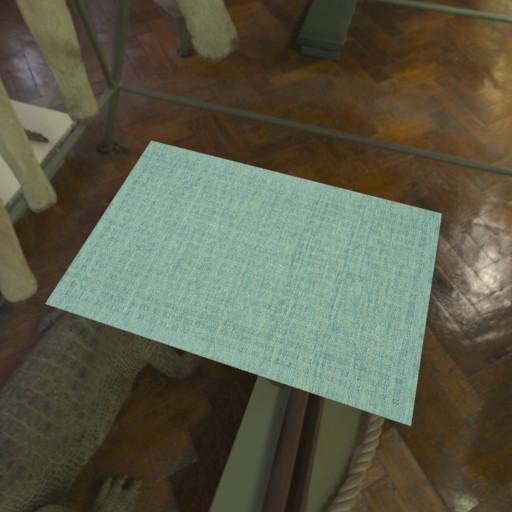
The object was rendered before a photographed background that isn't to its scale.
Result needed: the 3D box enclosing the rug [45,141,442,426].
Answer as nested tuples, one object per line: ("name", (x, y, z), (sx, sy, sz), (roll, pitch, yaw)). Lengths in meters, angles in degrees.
("rug", (0.000, 0.000, 2.979), (2.286, 0.006, 1.522), (16, 59, 10))
